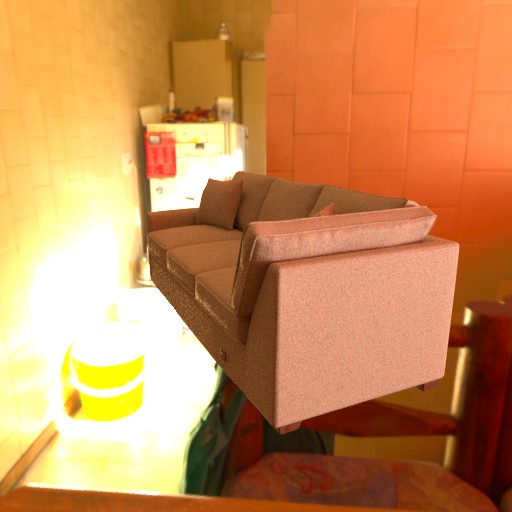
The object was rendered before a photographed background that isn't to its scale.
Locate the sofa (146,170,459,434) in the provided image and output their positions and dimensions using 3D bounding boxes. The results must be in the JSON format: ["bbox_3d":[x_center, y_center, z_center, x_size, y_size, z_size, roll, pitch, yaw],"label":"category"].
[{"bbox_3d":[0.000,0.000,2.937,1.061,0.962,2.317,-7,17,-25],"label":"sofa"}]
